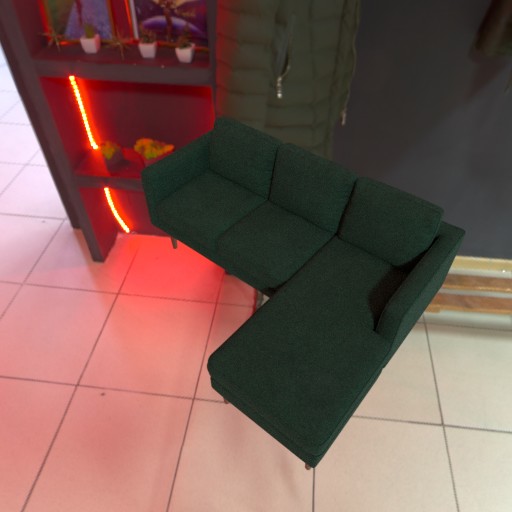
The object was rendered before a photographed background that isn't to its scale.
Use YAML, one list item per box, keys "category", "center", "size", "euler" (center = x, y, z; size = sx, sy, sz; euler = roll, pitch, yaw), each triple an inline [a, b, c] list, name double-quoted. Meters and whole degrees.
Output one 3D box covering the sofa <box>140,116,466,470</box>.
- category: "sofa"
  center: [0.000, 0.000, 2.866]
  size: [2.030, 0.899, 1.580]
  euler: [30, 53, 26]
